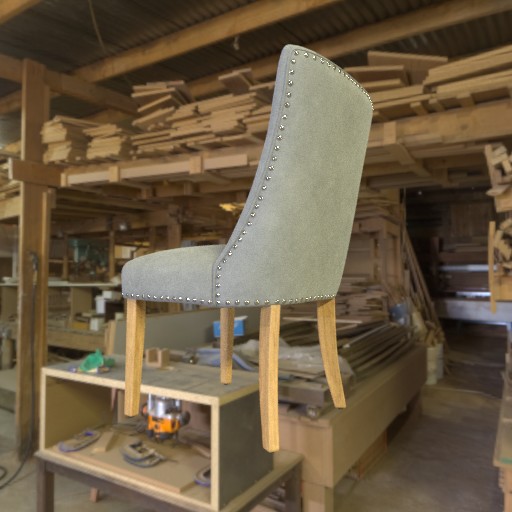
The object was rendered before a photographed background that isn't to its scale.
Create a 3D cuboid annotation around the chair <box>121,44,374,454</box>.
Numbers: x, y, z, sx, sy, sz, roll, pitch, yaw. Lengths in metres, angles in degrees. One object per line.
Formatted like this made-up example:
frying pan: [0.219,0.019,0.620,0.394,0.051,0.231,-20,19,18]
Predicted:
chair: [0.000,0.000,1.266,0.610,0.902,0.495,-1,-2,35]
